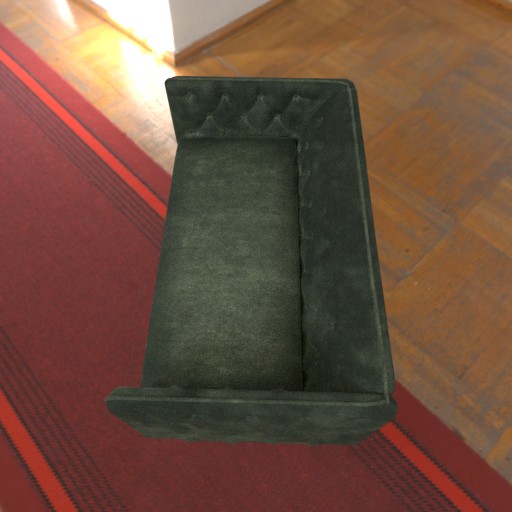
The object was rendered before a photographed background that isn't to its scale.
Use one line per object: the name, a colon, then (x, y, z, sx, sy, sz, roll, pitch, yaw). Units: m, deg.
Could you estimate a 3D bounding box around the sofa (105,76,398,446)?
sofa: (0.000, 0.000, 2.005, 0.895, 0.768, 1.537, 1, 60, 1)
